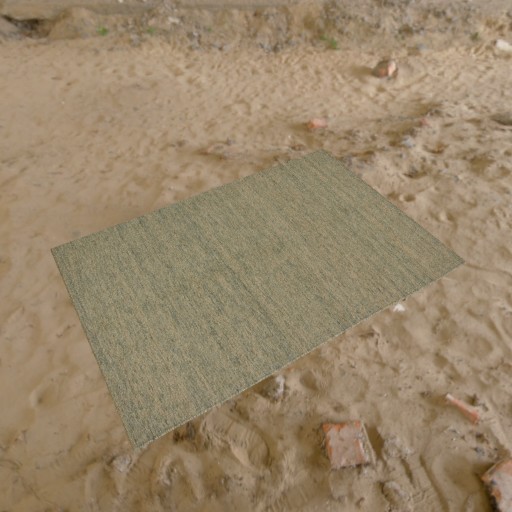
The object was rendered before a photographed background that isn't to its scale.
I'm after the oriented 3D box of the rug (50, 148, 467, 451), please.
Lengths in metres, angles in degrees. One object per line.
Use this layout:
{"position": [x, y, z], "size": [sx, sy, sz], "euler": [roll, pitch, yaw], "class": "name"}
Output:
{"position": [0.000, 0.000, 2.923], "size": [2.283, 0.013, 1.547], "euler": [-24, 51, -21], "class": "rug"}
